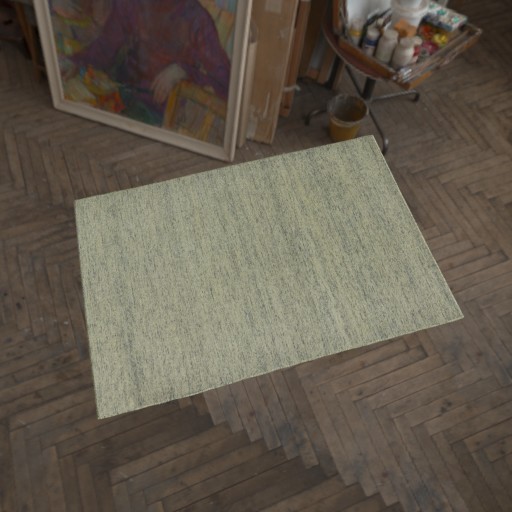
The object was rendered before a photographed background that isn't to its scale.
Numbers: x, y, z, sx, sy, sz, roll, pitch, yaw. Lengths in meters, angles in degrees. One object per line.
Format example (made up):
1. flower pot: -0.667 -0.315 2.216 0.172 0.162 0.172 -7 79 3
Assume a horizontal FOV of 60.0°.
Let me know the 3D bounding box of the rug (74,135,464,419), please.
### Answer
1. rug: 0.000 0.000 2.395 1.846 0.014 1.243 -14 65 -7
